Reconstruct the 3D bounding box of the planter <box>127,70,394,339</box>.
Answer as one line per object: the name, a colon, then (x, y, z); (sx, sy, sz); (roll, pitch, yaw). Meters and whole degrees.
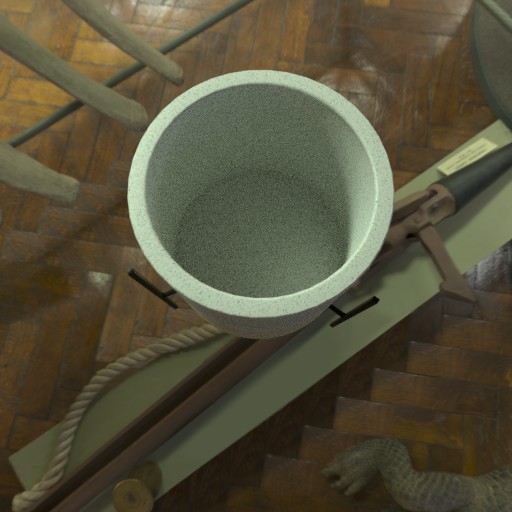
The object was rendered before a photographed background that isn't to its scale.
planter: (0.000, 0.000, 0.559); (0.267, 0.362, 0.263); (-35, 78, -8)
